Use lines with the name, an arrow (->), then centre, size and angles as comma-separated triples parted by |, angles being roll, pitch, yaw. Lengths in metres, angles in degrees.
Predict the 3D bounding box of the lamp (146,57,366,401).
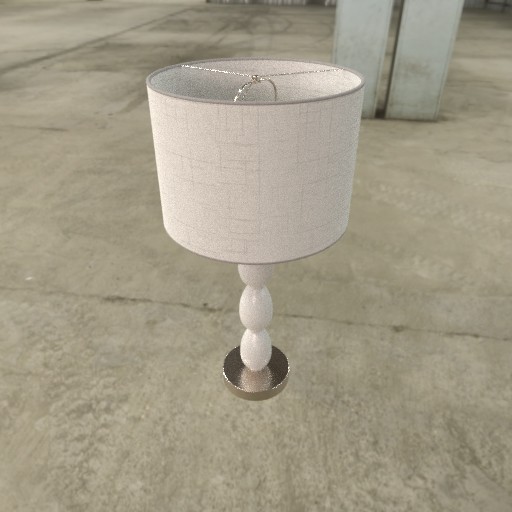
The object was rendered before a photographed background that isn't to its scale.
lamp -> 0.000, 0.000, 0.727 | 0.280, 0.559, 0.282 | 22, 39, 30
